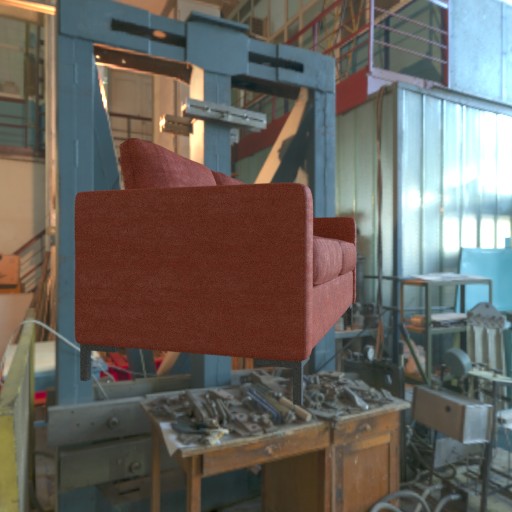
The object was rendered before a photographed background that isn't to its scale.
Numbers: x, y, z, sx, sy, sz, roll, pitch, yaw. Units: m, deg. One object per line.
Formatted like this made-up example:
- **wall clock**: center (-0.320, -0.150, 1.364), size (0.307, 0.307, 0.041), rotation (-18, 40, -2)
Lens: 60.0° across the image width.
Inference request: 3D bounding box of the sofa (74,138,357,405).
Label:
- **sofa**: center (0.000, 0.000, 2.165), size (0.864, 0.896, 1.574), rotation (0, 0, 18)
